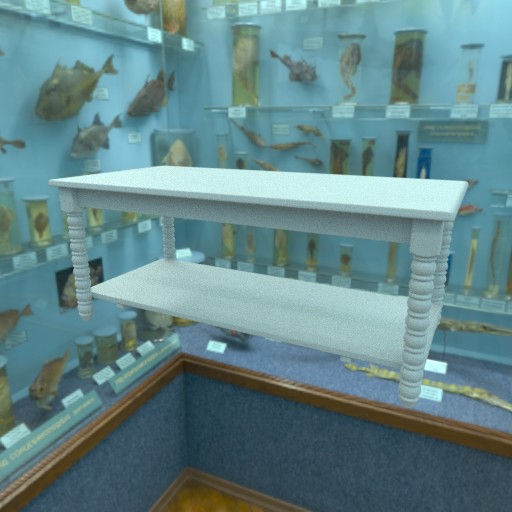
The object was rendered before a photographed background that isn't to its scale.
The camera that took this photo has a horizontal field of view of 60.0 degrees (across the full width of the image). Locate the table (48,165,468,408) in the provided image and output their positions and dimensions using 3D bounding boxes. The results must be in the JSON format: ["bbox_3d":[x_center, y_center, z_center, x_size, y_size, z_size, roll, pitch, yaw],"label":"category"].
[{"bbox_3d":[0.000,0.000,1.437,1.171,0.487,0.580,8,18,26],"label":"table"}]
